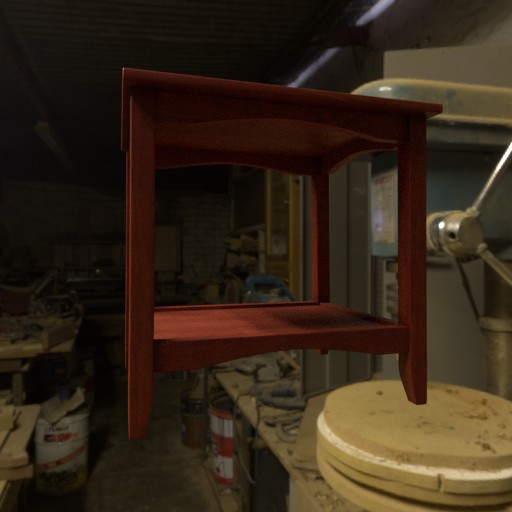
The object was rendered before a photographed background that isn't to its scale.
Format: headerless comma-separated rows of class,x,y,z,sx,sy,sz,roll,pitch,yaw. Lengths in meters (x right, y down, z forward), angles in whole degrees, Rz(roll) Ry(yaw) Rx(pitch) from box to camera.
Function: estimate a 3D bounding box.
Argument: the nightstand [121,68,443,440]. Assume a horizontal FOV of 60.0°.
nightstand,0.000,0.000,0.967,0.558,0.558,0.501,0,1,-17
